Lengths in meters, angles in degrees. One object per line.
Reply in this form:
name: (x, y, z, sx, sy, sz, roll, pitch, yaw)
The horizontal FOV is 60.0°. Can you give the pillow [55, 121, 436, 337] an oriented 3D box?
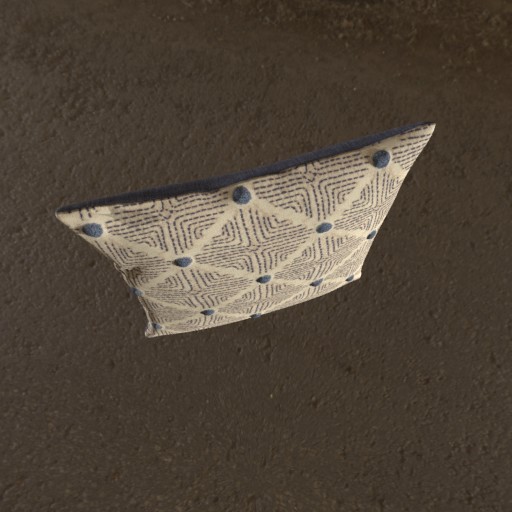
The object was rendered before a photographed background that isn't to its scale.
pillow: (0.000, 0.000, 0.788, 0.510, 0.510, 0.145, -15, 64, -7)
